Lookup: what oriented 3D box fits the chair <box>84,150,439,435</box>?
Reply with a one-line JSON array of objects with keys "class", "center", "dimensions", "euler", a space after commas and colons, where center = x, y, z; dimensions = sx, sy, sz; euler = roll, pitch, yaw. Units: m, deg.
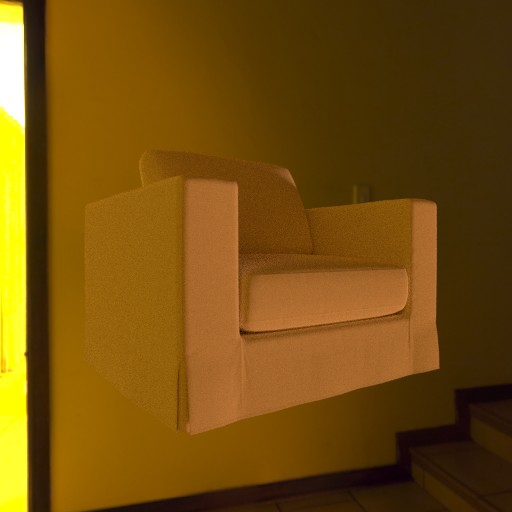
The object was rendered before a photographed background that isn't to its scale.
[{"class": "chair", "center": [0.000, 0.000, 1.805], "dimensions": [1.150, 0.878, 0.957], "euler": [-1, 1, -35]}]
